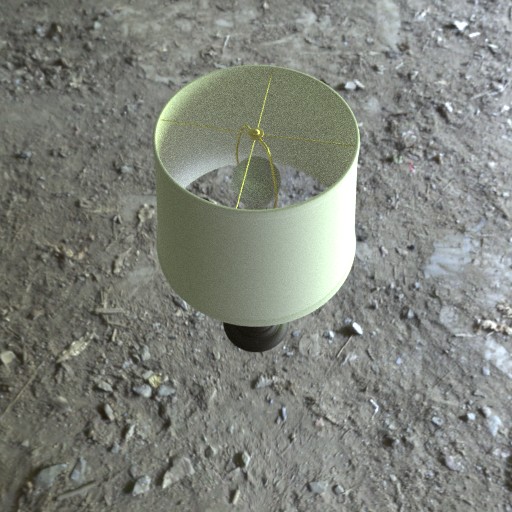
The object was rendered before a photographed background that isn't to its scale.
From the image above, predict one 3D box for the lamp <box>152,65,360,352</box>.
[{"bbox_3d":[0.000,0.000,0.814,0.335,0.611,0.335,0,59,0],"label":"lamp"}]
